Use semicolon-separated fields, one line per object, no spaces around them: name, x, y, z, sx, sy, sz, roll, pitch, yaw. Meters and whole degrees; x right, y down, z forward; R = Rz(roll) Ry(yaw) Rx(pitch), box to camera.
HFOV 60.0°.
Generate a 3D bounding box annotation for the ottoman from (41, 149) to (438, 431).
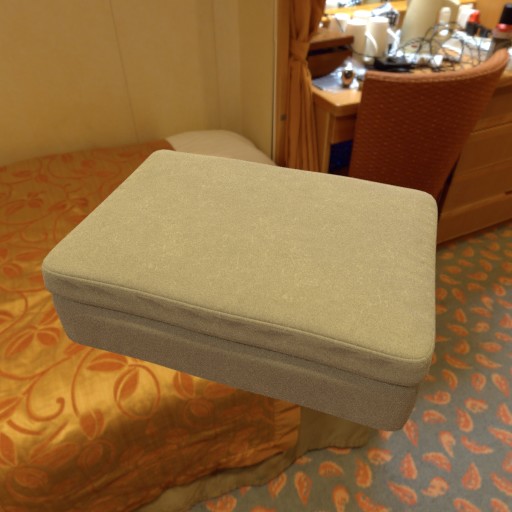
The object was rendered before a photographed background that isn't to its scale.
ottoman;0.000;0.000;1.596;1.199;0.429;0.840;12;42;13
